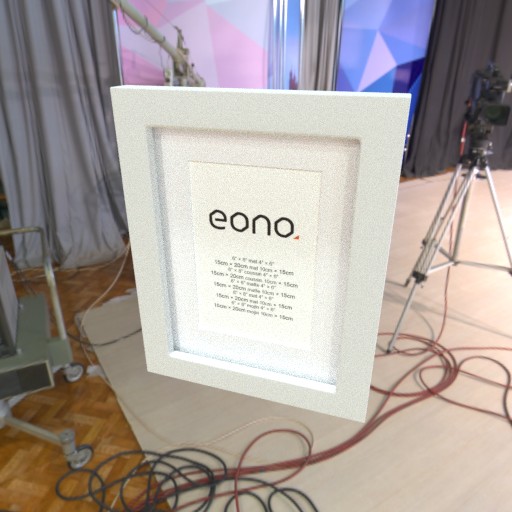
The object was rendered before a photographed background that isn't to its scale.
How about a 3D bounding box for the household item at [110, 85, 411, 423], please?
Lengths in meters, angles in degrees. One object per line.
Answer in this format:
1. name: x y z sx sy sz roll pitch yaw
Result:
1. household item: 0.000 0.000 0.352 0.200 0.250 0.045 8 27 17
